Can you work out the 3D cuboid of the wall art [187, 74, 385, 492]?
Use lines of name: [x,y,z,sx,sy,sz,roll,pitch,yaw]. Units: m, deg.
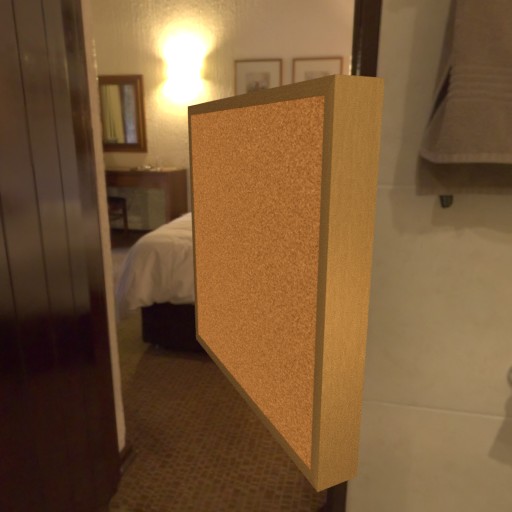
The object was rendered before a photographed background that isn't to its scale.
wall art: [0.000,0.000,0.448,0.038,0.305,0.304,-7,16,-25]
